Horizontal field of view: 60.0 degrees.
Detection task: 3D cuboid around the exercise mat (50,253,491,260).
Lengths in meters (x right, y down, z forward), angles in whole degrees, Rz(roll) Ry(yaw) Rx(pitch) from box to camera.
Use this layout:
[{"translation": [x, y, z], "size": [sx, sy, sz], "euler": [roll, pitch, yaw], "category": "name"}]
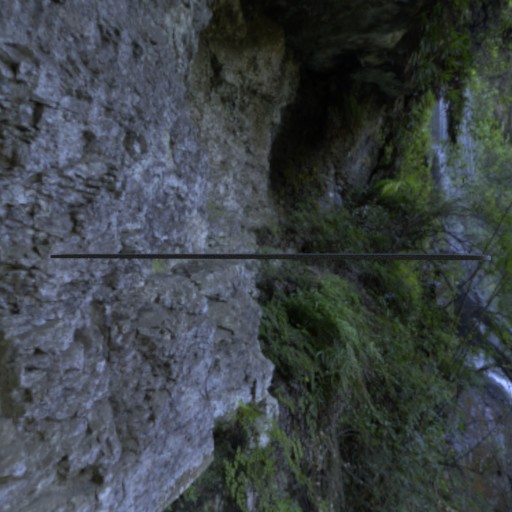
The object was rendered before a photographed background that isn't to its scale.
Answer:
[{"translation": [0.000, 0.000, 2.062], "size": [1.884, 0.021, 0.616], "euler": [0, 0, 18], "category": "exercise mat"}]
